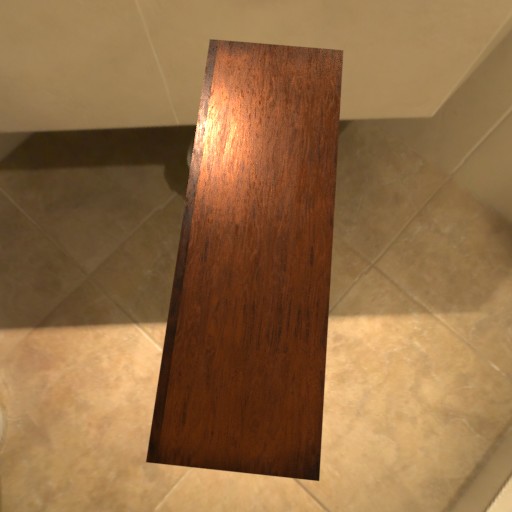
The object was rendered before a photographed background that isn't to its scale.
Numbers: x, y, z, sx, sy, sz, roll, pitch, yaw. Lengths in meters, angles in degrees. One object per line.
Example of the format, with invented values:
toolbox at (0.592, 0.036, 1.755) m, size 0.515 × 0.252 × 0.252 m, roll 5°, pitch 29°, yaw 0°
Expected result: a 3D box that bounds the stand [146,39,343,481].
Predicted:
stand at (0.000, 0.000, 1.663) m, size 0.481 × 0.610 × 1.372 m, roll 5°, pitch 75°, yaw 1°
